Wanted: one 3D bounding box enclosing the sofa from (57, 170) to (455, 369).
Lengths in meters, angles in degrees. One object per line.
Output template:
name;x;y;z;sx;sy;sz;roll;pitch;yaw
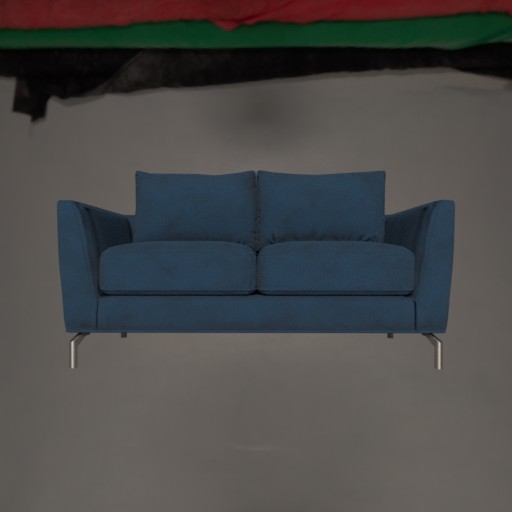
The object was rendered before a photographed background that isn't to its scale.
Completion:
sofa;0.000;0.000;2.369;1.770;1.002;0.853;0;0;1
